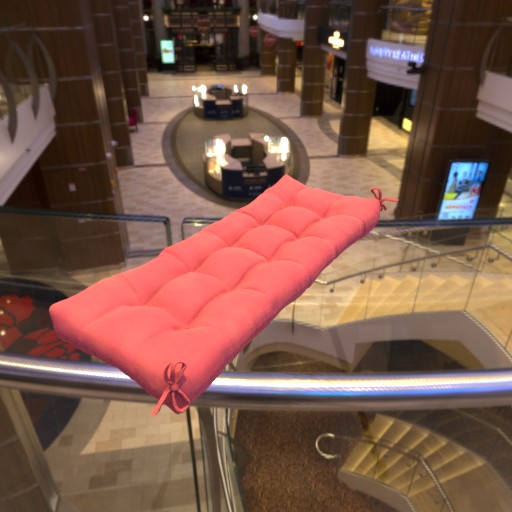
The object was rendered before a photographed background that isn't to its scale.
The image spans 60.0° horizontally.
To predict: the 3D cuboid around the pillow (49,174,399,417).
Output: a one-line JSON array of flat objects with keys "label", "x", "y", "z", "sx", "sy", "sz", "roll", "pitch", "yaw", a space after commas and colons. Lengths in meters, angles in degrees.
[{"label": "pillow", "x": 0.000, "y": 0.000, "z": 1.378, "sx": 0.511, "sy": 0.174, "sz": 1.194, "roll": 20, "pitch": 36, "yaw": 29}]
